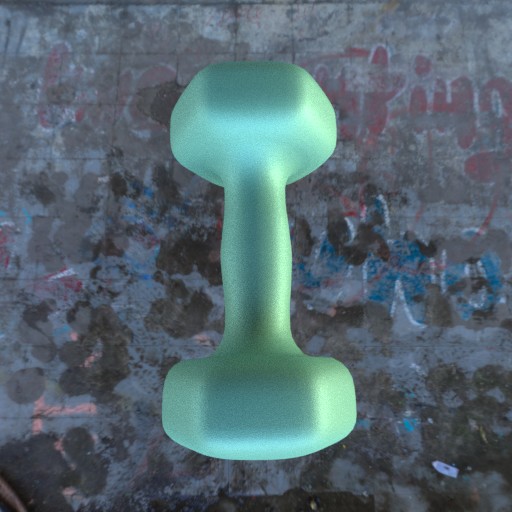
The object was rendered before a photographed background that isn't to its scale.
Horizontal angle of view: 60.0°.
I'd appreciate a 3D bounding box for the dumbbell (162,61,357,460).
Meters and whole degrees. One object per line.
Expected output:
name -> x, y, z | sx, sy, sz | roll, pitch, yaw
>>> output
dumbbell -> 0.000, 0.000, 0.315 | 0.129, 0.117, 0.260 | 0, 76, 0
